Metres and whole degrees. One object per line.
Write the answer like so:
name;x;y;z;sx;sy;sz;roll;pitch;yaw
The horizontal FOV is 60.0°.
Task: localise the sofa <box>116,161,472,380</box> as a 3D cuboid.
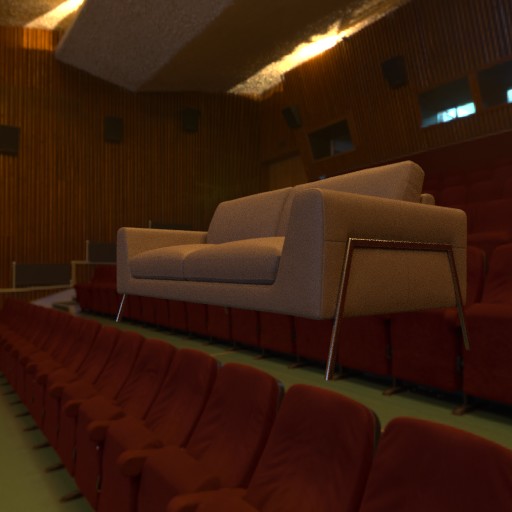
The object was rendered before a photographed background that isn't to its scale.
sofa;0.000;0.000;2.542;0.953;0.875;2.017;1;-2;-37
